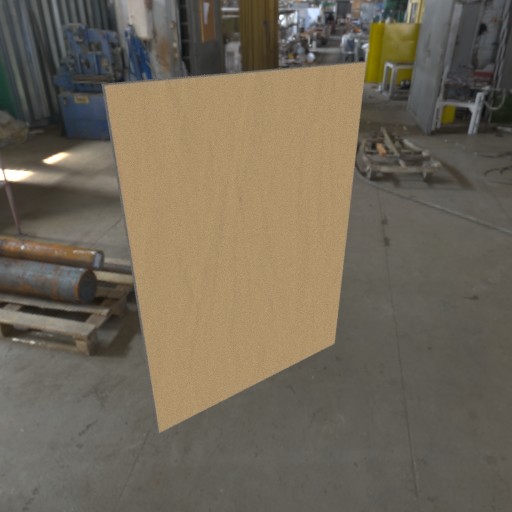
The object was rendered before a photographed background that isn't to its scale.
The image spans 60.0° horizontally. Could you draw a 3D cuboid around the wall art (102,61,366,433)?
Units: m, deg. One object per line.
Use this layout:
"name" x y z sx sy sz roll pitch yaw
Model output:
"wall art" 0.000 0.000 1.439 0.810 1.116 0.016 -19 34 -30
